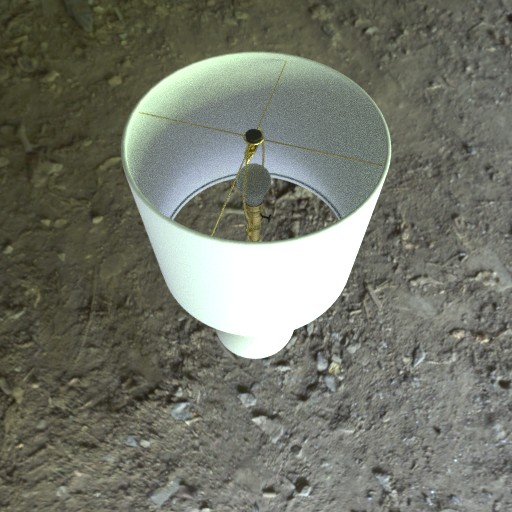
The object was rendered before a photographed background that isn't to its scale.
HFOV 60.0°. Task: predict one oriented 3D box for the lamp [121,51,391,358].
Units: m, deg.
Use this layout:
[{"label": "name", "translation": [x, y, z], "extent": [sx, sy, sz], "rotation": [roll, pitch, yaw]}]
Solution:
[{"label": "lamp", "translation": [0.000, 0.000, 0.726], "extent": [0.301, 0.533, 0.301], "rotation": [15, 60, 9]}]
